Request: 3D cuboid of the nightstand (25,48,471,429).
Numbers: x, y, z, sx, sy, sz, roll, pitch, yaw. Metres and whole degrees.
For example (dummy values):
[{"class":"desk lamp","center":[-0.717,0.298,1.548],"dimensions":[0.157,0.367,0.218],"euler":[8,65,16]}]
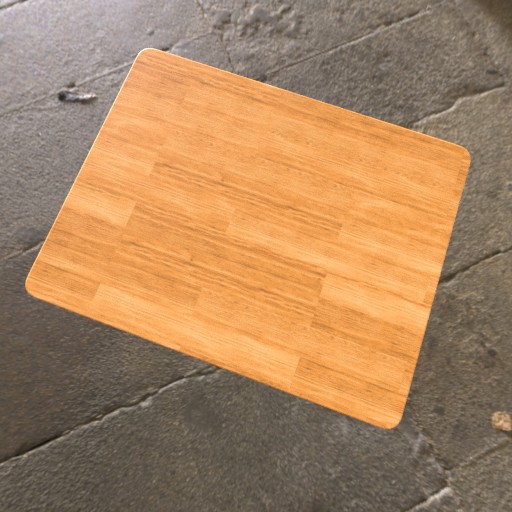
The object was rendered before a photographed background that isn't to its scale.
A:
[{"class":"nightstand","center":[0.000,0.000,0.890],"dimensions":[0.560,0.470,0.440],"euler":[19,77,5]}]
